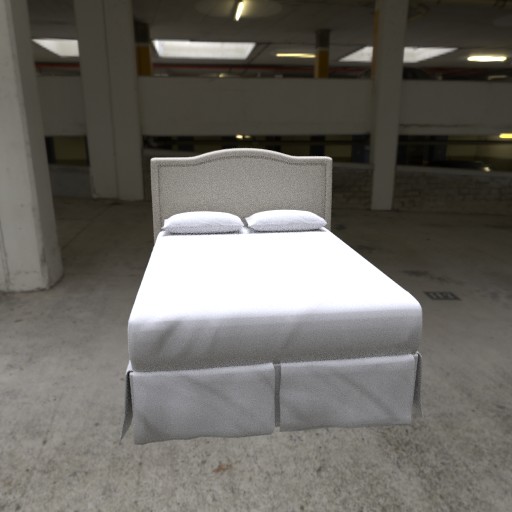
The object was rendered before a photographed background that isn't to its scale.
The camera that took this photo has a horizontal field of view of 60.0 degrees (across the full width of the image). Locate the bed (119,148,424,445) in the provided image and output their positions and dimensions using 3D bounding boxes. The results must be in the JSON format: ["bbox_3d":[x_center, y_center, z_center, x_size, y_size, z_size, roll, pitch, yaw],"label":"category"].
[{"bbox_3d":[0.000,0.000,3.262,1.741,1.449,2.196,-2,16,-7],"label":"bed"}]
